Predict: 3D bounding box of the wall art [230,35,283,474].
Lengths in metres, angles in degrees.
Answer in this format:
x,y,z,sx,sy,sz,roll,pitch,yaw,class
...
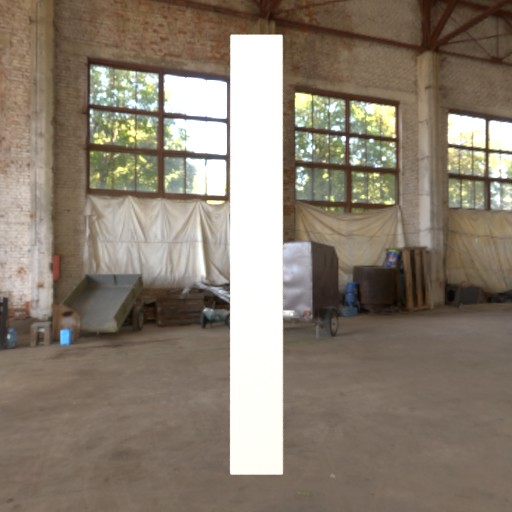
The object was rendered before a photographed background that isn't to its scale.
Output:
x,y,z,sx,sy,sz,roll,pitch,yaw,class
0.000,0.000,0.460,0.037,0.305,0.305,0,-1,0,wall art
